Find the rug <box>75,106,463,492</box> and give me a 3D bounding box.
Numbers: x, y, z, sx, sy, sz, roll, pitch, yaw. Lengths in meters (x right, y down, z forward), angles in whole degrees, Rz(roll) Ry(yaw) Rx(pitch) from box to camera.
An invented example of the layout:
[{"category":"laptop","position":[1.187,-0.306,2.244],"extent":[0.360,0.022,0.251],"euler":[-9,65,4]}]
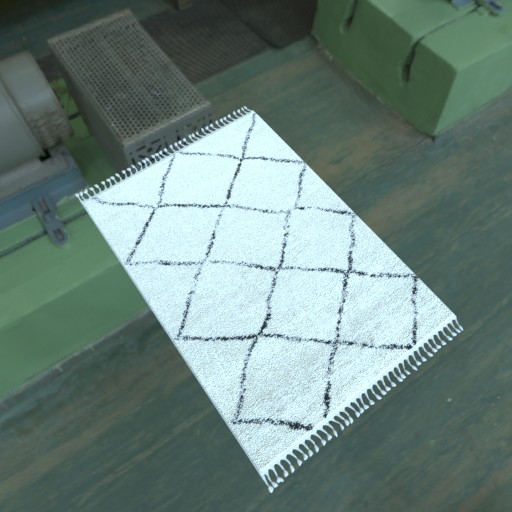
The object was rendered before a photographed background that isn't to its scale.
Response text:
[{"category":"rug","position":[0.000,0.000,2.905],"extent":[1.494,0.031,2.307],"euler":[-33,67,-16]}]
